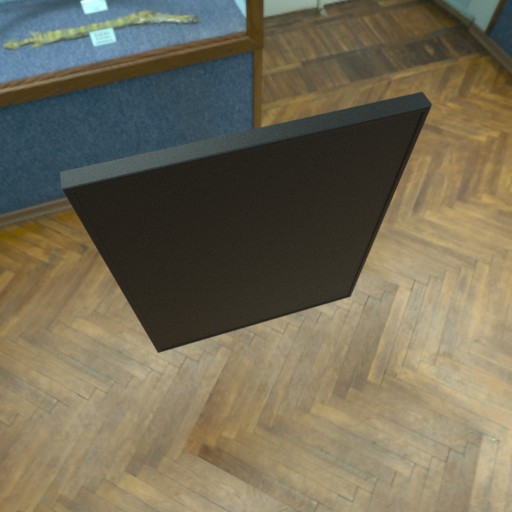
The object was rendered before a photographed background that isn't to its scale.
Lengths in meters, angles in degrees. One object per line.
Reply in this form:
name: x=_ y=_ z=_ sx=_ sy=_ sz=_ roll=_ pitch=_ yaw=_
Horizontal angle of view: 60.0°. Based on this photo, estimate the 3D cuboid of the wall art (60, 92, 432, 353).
wall art: x=0.000 y=0.000 z=0.760 sx=0.451 sy=0.551 sz=0.028 roll=-15 pitch=60 yaw=-9
